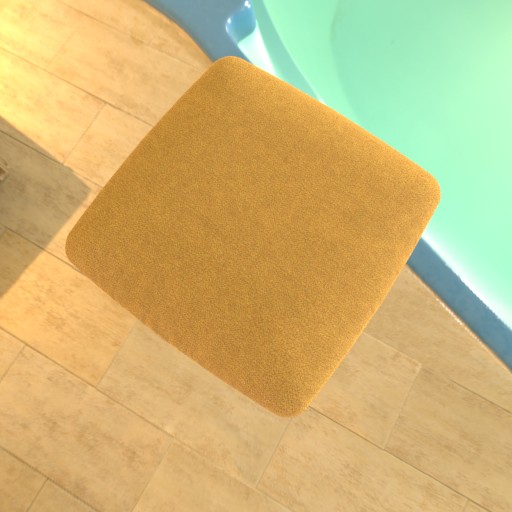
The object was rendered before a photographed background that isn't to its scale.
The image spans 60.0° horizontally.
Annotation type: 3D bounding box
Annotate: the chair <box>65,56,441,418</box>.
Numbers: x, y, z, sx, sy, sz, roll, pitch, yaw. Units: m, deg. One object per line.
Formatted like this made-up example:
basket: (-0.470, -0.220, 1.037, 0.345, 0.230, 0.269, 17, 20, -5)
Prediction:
chair: (0.000, 0.000, 0.698, 0.350, 0.440, 0.350, 34, 78, 8)
